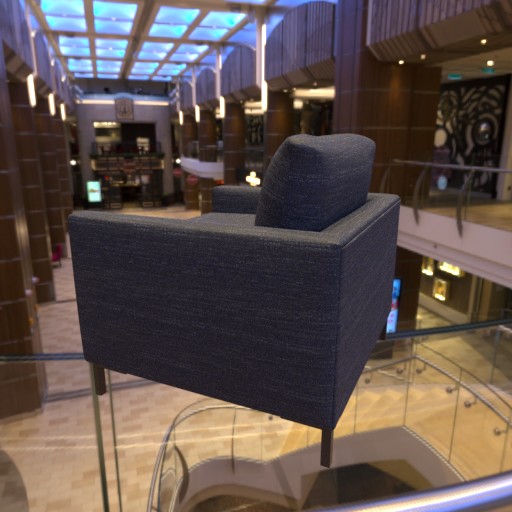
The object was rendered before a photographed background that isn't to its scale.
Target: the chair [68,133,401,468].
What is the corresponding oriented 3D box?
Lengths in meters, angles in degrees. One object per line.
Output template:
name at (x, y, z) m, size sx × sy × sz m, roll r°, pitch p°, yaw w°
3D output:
chair at (0.000, 0.000, 1.615) m, size 0.866 × 0.861 × 0.963 m, roll 7°, pitch 16°, yaw 24°
